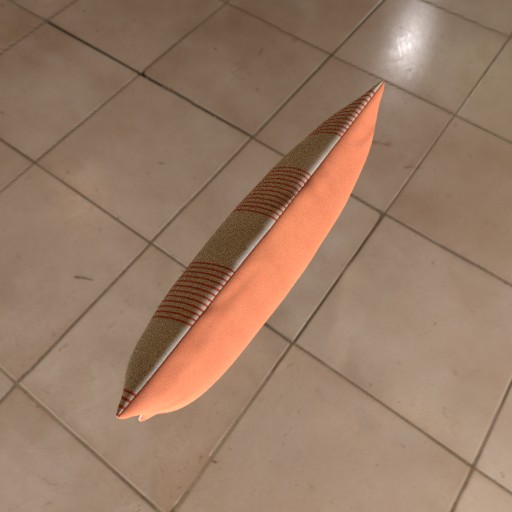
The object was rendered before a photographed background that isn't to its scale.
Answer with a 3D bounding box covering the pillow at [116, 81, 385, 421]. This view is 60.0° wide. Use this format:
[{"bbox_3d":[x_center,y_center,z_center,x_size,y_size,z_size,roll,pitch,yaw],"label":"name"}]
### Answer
[{"bbox_3d":[0.000,0.000,0.715,0.156,0.292,0.608,32,68,15],"label":"pillow"}]
